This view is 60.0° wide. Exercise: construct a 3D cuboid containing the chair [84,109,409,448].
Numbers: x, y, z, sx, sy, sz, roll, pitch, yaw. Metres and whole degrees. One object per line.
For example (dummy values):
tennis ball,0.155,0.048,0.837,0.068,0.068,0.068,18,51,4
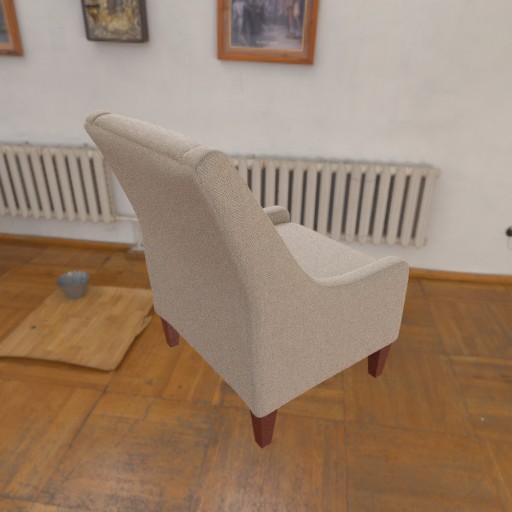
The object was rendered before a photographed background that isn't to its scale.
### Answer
chair,0.000,0.000,1.626,0.870,1.014,0.774,-18,32,-32
